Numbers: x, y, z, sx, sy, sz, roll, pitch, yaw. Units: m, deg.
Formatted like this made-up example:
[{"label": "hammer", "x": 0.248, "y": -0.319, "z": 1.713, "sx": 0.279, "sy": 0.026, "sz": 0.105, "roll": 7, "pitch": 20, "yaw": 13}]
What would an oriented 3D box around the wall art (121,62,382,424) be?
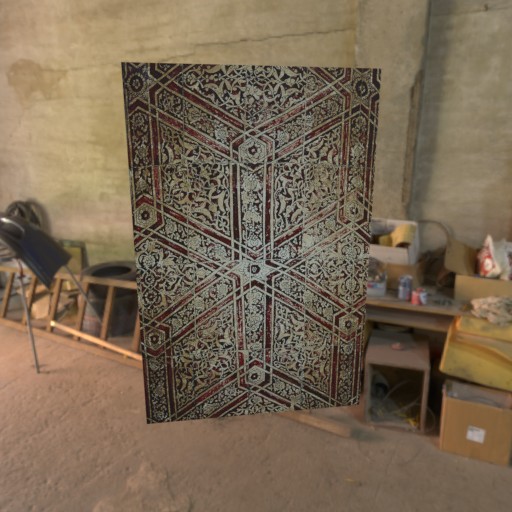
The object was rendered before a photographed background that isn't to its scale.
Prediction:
[{"label": "wall art", "x": 0.000, "y": 0.000, "z": 1.137, "sx": 0.599, "sy": 0.904, "sz": 0.030, "roll": -2, "pitch": 15, "yaw": -8}]
